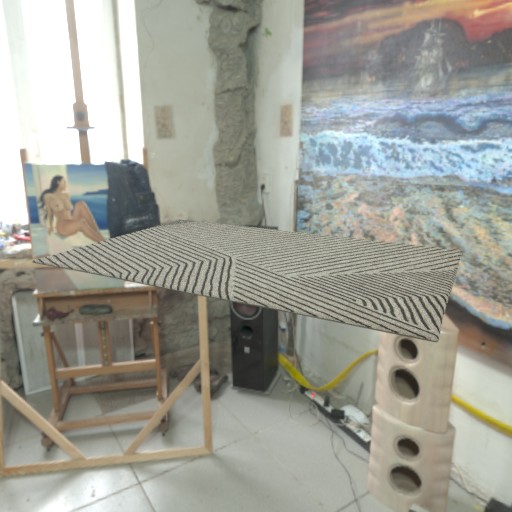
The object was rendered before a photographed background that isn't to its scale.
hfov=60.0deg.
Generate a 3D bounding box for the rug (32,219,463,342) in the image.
[{"bbox_3d":[0.000,0.000,2.923,2.406,0.023,1.539,8,18,26],"label":"rug"}]
